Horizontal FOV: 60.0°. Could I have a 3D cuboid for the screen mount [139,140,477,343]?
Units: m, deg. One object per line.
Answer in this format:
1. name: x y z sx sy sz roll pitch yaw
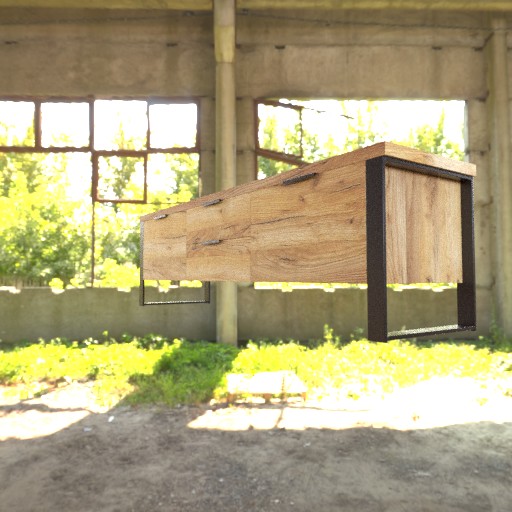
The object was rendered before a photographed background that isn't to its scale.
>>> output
1. screen mount: 0.000 0.000 1.706 0.395 0.450 1.524 2 -3 -35
